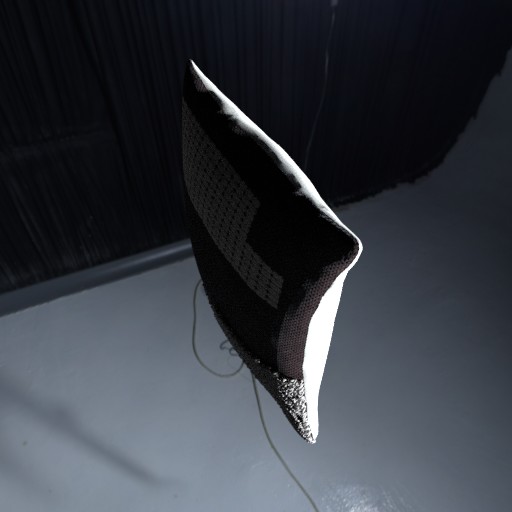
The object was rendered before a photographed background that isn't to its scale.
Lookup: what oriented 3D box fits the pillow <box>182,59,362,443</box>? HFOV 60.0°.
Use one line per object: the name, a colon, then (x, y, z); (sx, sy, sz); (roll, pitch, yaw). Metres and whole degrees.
pillow: (0.000, 0.000, 0.729); (0.178, 0.473, 0.475); (-19, 49, -17)
